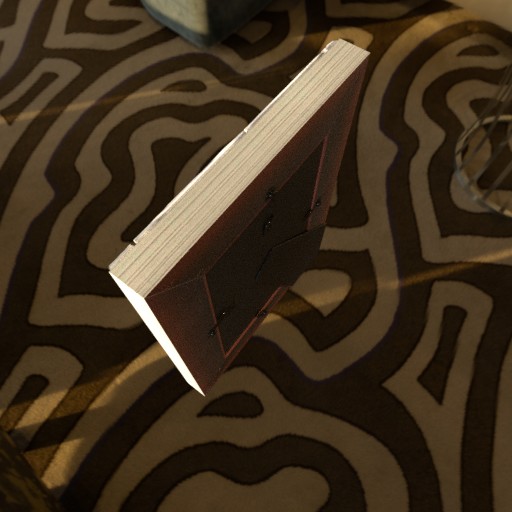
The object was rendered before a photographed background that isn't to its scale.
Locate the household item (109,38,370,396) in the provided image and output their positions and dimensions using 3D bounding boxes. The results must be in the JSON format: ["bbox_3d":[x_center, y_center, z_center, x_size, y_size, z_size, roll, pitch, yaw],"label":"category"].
[{"bbox_3d":[0.000,0.000,0.292,0.025,0.216,0.165,34,68,16],"label":"household item"}]
